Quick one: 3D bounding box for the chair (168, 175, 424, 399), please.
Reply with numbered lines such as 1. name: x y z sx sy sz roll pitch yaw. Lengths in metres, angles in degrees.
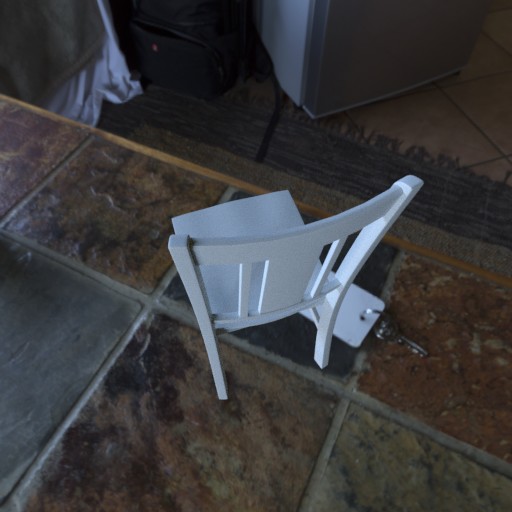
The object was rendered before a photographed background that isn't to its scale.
1. chair: 0.000 0.000 1.278 0.450 0.998 0.555 -15 58 -10
